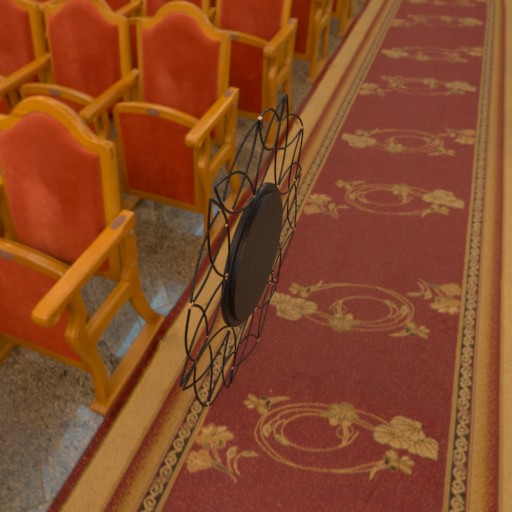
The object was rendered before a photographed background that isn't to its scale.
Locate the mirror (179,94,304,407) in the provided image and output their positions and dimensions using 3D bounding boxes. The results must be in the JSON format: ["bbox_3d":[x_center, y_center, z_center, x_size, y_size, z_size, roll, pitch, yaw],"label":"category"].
[{"bbox_3d":[0.000,0.000,1.139,0.028,0.775,0.797,16,48,15],"label":"mirror"}]
